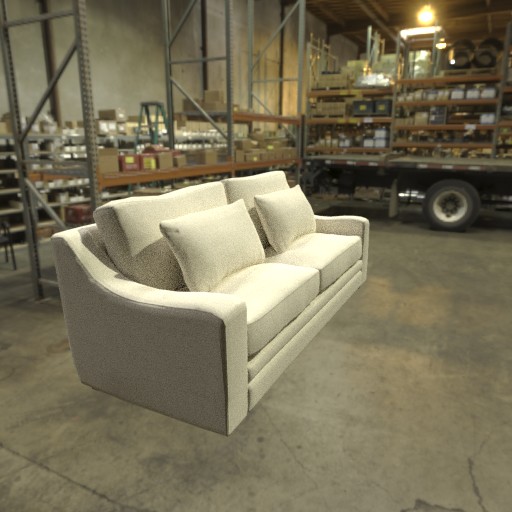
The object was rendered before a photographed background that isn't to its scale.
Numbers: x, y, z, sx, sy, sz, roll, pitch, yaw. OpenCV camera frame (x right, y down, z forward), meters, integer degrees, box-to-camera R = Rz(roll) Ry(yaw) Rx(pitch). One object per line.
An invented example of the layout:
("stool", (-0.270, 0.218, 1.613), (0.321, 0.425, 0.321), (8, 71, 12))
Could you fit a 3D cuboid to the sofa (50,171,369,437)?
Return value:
("sofa", (0.000, 0.000, 3.060), (1.009, 1.022, 2.470), (8, 17, 26))
